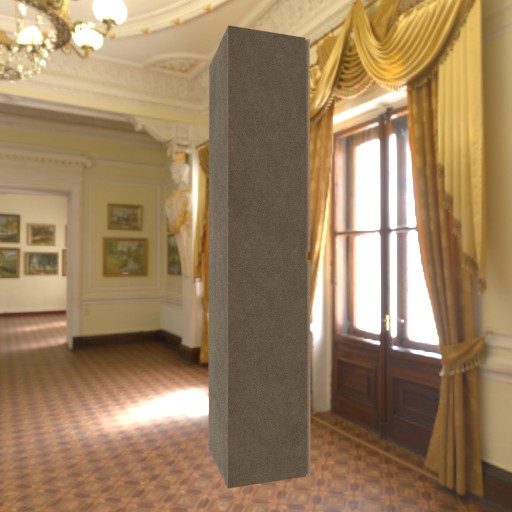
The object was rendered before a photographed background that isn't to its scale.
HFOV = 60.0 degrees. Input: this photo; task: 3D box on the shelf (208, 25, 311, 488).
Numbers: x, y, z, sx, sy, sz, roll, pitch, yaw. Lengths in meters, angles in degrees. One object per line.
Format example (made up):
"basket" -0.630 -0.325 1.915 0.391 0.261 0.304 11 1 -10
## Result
"shelf" 0.000 0.000 1.523 0.270 1.400 0.300 0 -1 -17
